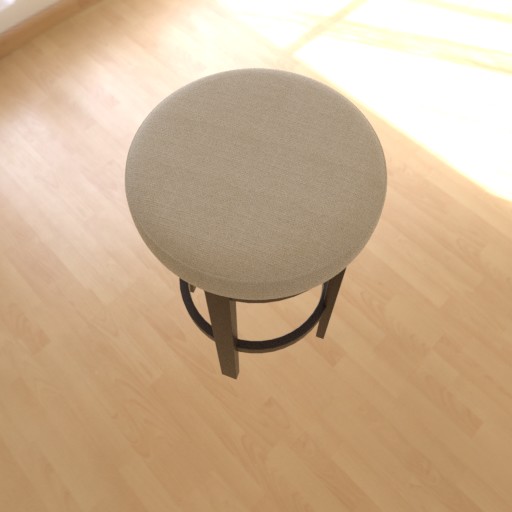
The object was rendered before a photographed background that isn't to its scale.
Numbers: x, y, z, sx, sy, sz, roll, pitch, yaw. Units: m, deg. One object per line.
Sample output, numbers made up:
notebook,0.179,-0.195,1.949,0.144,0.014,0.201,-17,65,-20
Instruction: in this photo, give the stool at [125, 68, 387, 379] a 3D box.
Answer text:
stool,0.000,0.000,1.029,0.446,0.758,0.446,0,65,0
